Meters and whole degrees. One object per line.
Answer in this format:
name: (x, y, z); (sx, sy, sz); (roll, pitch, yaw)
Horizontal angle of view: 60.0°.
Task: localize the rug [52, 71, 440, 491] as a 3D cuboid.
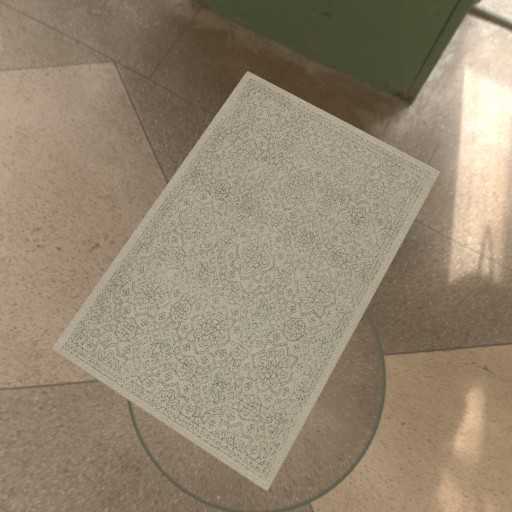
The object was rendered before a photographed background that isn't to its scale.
rug: (0.000, 0.000, 2.273); (1.219, 0.010, 1.829); (30, 78, 7)
